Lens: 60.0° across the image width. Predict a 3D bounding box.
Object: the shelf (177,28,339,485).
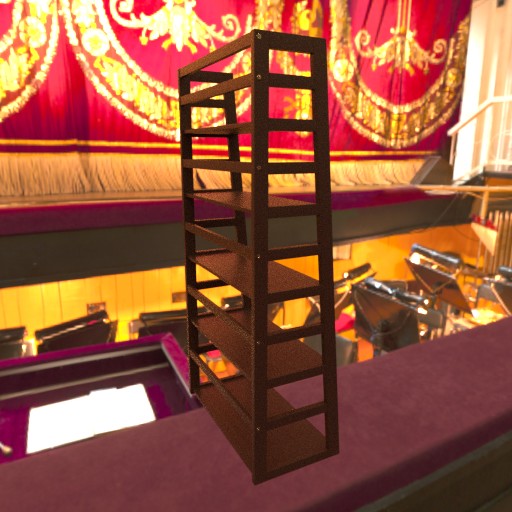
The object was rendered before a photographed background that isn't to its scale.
[{"bbox_3d":[0.000,0.000,1.927,0.403,1.600,0.763,-7,15,-26],"label":"shelf"}]
